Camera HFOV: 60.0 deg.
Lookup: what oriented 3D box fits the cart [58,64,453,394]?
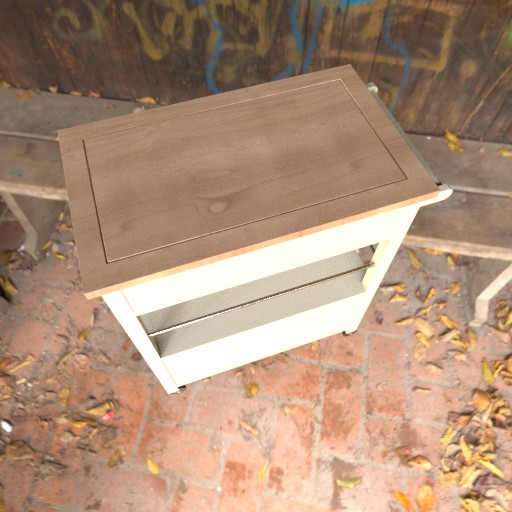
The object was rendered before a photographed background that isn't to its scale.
[{"bbox_3d":[0.000,0.000,1.397,0.840,0.901,0.459,-16,60,-10],"label":"cart"}]
